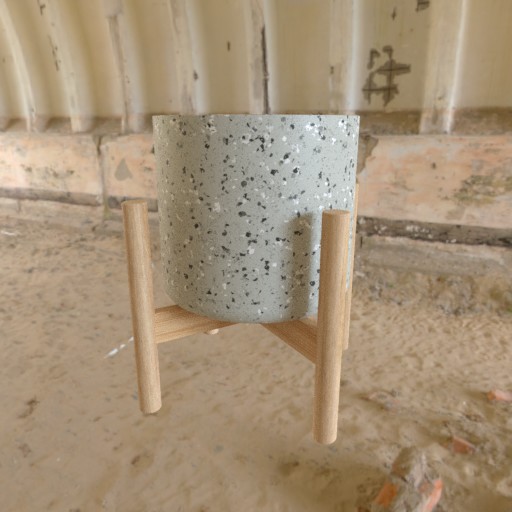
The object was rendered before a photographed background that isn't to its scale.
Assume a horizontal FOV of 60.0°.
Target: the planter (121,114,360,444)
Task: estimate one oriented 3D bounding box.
[{"bbox_3d":[0.000,0.000,0.532,0.284,0.320,0.284,-2,17,-8],"label":"planter"}]
